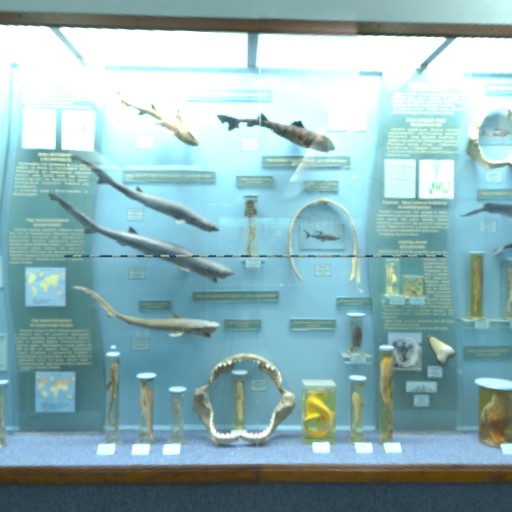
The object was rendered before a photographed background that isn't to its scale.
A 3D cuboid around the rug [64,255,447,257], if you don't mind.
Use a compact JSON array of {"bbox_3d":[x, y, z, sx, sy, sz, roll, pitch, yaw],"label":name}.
[{"bbox_3d":[0.000,0.000,2.324,1.225,0.008,1.830,0,0,0],"label":"rug"}]
